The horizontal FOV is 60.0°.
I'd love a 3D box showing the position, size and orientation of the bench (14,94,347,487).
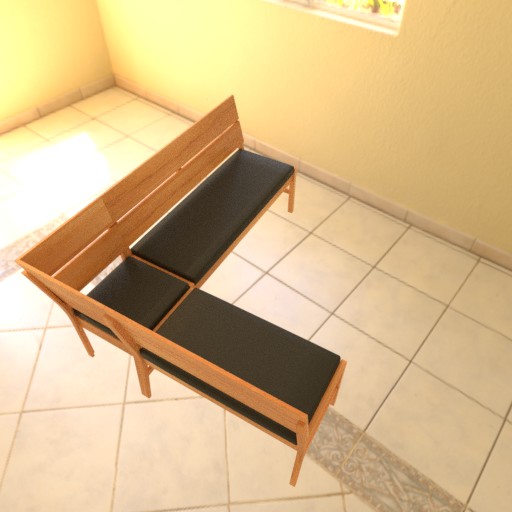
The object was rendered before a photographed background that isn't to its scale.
[{"bbox_3d":[0.000,0.000,2.754,1.548,0.890,1.948,23,51,20],"label":"bench"}]
